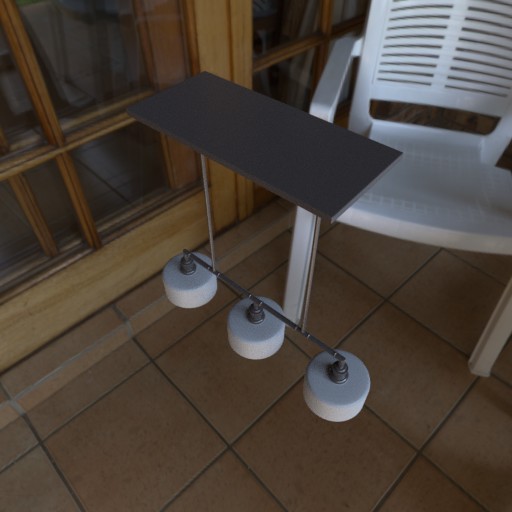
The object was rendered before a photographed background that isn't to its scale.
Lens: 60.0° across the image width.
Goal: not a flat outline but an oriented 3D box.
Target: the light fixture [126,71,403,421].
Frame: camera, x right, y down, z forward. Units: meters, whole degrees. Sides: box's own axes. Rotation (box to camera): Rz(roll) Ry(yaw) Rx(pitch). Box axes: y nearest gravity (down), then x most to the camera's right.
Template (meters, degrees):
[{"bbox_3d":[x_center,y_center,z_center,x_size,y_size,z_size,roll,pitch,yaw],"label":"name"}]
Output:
[{"bbox_3d":[0.000,0.000,0.865,0.582,0.557,0.177,32,55,26],"label":"light fixture"}]
